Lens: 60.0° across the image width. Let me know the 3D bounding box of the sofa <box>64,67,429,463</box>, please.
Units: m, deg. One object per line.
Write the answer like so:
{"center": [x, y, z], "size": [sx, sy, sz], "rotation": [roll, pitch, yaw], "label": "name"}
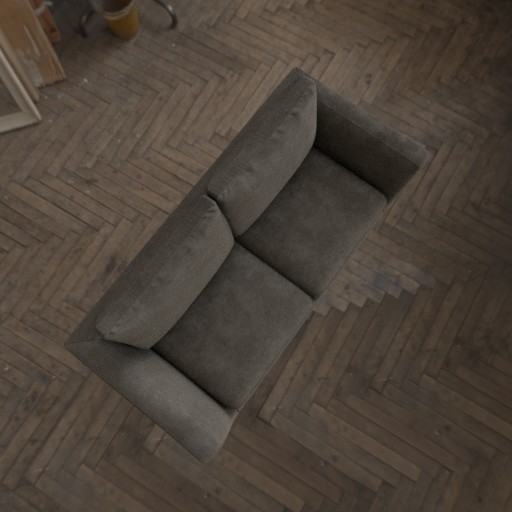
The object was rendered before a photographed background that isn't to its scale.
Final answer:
{"center": [0.000, 0.000, 2.351], "size": [0.855, 1.013, 1.832], "rotation": [36, 79, 8], "label": "sofa"}
